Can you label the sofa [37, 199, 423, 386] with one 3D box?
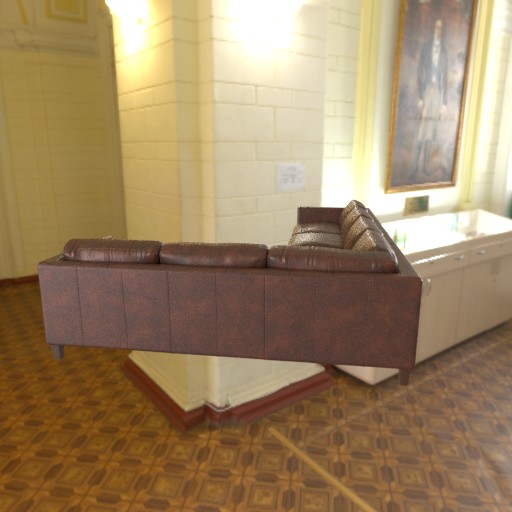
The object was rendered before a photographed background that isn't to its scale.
[{"bbox_3d":[0.000,0.000,4.290,2.438,0.836,3.152,2,14,8],"label":"sofa"}]
